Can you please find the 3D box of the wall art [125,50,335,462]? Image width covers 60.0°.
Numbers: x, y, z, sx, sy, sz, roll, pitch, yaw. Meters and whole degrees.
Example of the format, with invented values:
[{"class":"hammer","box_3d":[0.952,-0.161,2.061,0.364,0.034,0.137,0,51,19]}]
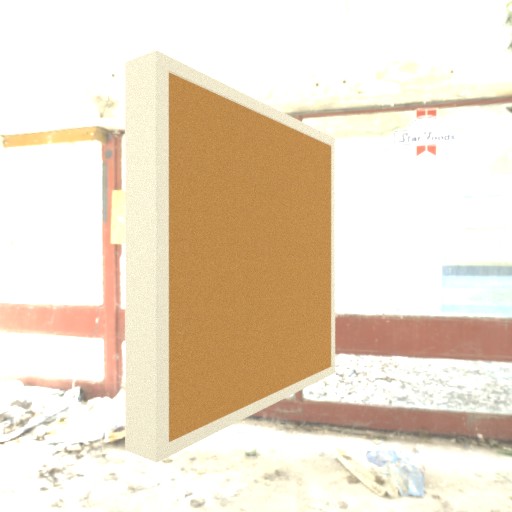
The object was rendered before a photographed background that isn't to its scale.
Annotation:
[{"class":"wall art","box_3d":[0.000,0.000,0.462,0.037,0.305,0.305,0,0,35]}]
